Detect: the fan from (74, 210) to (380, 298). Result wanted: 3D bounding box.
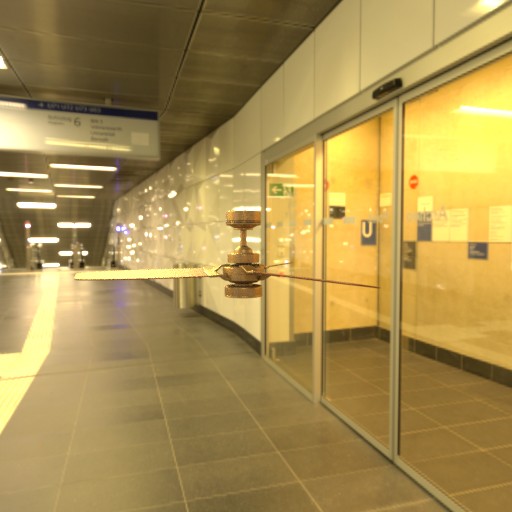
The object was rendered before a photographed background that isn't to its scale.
[{"bbox_3d":[0.000,0.000,2.045,1.416,0.425,1.271,-2,3,-36],"label":"fan"}]
